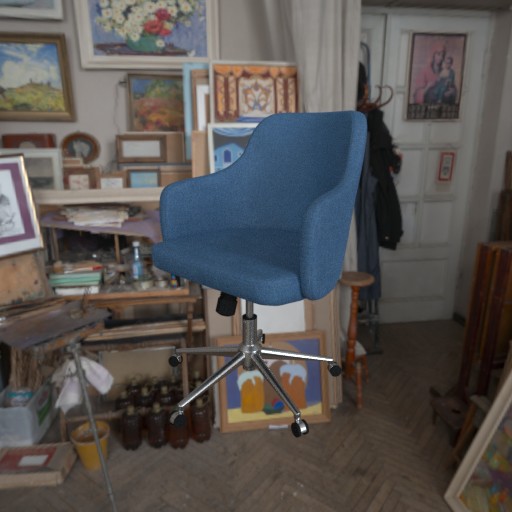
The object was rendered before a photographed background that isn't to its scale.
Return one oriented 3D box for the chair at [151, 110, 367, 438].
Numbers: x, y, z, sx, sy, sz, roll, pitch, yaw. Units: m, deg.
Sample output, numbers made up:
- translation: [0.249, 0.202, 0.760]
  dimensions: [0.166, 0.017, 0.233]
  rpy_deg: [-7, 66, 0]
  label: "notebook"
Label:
- translation: [0.000, 0.000, 1.298]
  dimensions: [0.599, 0.820, 0.655]
  rpy_deg: [14, 21, 42]
  label: "chair"
